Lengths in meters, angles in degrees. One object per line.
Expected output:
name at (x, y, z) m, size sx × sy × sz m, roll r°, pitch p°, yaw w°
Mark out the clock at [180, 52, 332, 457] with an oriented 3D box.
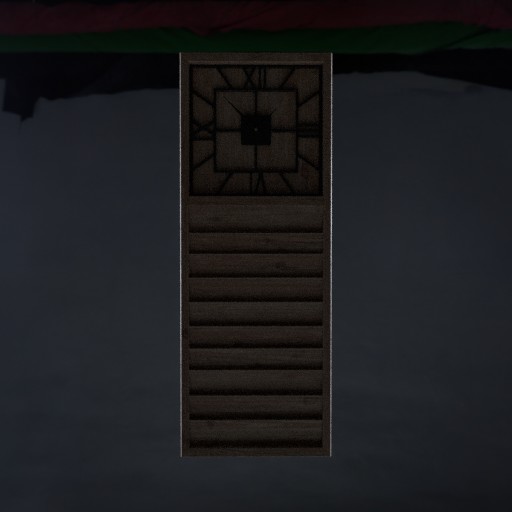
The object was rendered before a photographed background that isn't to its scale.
clock at (0.000, 0.000, 1.072) m, size 0.361 × 0.965 × 0.030 m, roll 0°, pitch 1°, yaw 0°
